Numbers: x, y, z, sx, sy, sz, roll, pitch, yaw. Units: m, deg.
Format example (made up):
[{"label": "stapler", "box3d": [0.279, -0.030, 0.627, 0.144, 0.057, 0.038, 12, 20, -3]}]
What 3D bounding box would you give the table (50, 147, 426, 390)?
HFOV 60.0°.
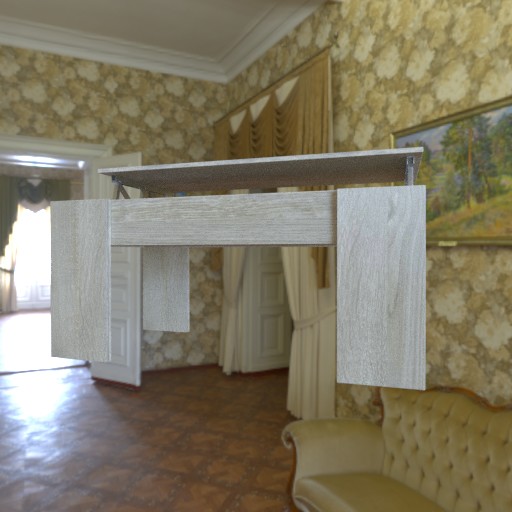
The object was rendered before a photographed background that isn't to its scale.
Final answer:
[{"label": "table", "box3d": [0.000, 0.000, 1.436, 1.000, 0.570, 0.711, 0, 0, 18]}]
